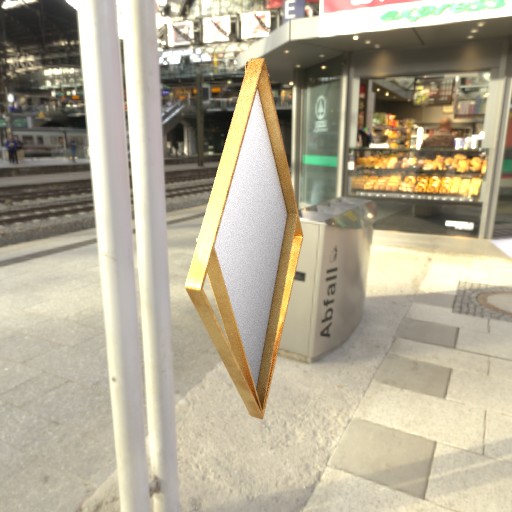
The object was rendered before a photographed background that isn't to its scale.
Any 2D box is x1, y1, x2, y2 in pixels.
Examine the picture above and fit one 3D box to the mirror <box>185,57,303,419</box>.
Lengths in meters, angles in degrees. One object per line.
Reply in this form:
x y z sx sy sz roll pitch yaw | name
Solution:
0.000 0.000 0.821 0.032 0.679 0.419 7 16 25 | mirror
